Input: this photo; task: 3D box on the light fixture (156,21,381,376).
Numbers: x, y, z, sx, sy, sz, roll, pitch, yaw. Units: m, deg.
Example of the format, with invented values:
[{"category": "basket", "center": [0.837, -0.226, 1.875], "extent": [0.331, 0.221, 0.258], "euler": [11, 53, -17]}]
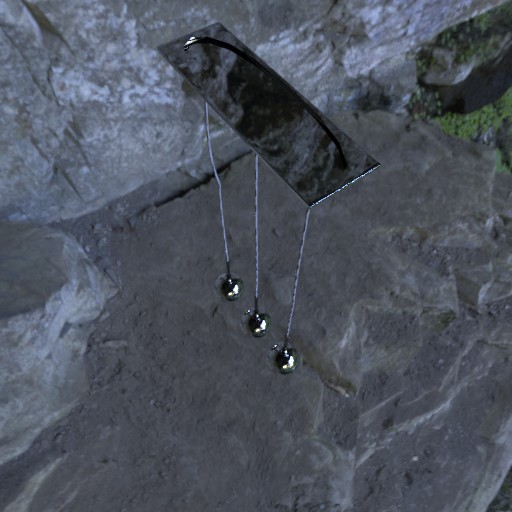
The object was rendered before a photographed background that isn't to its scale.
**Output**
[{"category": "light fixture", "center": [0.000, 0.000, 1.617], "extent": [0.188, 1.408, 0.623], "euler": [-32, 64, -17]}]
